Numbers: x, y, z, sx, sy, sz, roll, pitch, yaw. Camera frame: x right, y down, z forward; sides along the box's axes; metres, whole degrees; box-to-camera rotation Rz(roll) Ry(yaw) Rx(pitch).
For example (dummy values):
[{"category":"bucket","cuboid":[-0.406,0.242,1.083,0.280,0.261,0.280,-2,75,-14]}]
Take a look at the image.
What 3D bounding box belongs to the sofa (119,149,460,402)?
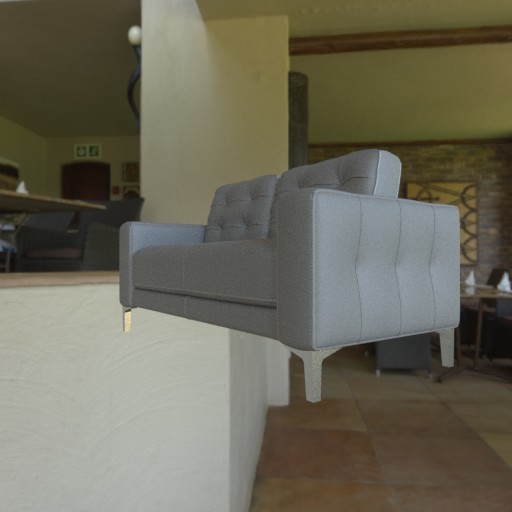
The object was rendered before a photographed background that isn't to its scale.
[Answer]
[{"category":"sofa","cuboid":[0.000,0.000,2.223,0.833,0.893,1.726,0,-1,-36]}]
